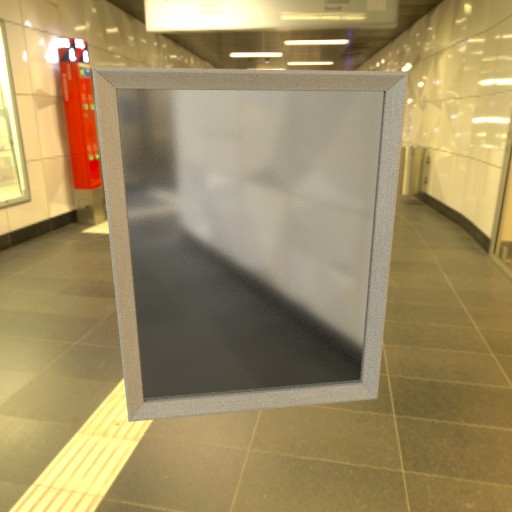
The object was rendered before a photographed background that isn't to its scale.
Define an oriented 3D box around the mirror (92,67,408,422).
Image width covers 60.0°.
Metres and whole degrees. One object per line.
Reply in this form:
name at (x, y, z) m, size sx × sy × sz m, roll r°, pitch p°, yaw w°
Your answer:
mirror at (0.000, 0.000, 0.658) m, size 0.406 × 0.509 × 0.041 m, roll -3°, pitch 18°, yaw -8°
